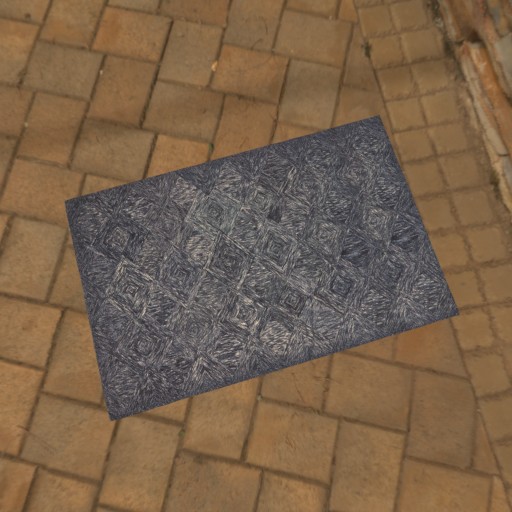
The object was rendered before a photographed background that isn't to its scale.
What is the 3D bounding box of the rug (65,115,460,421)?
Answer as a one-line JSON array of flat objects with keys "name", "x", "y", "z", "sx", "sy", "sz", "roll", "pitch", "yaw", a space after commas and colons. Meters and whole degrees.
[{"name": "rug", "x": 0.000, "y": 0.000, "z": 2.241, "sx": 1.754, "sy": 0.010, "sz": 1.139, "roll": -16, "pitch": 77, "yaw": -4}]
